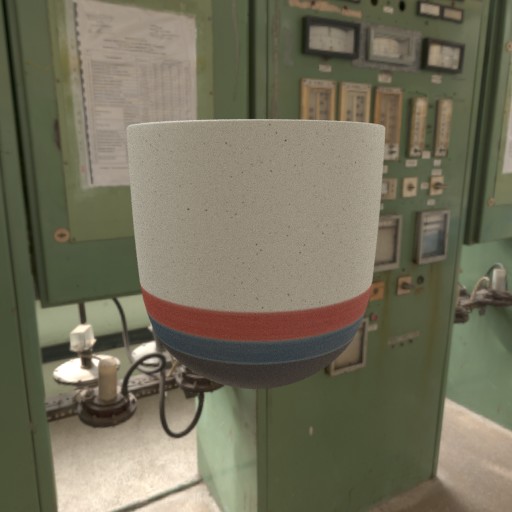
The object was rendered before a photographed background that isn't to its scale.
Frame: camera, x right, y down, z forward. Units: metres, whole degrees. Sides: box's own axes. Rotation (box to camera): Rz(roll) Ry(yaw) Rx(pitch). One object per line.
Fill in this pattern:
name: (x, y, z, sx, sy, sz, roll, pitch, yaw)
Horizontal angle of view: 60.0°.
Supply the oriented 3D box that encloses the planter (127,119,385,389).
planter: (0.000, 0.000, 0.386, 0.204, 0.214, 0.204, 0, 13, 0)
